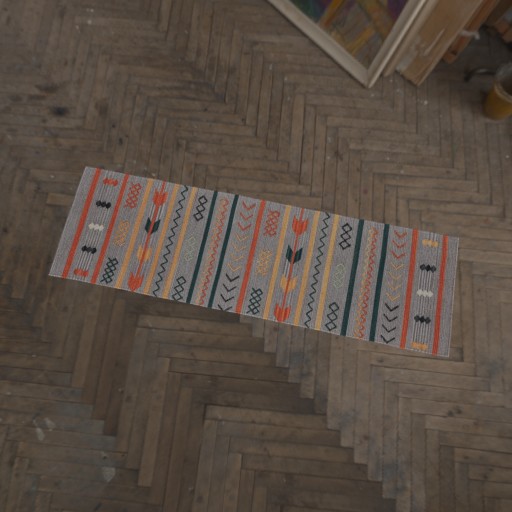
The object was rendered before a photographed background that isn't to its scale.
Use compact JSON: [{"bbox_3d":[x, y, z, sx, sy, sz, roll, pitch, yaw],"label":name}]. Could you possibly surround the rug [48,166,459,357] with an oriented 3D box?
[{"bbox_3d":[0.000,0.000,2.713,2.419,0.022,0.744,11,75,3],"label":"rug"}]
